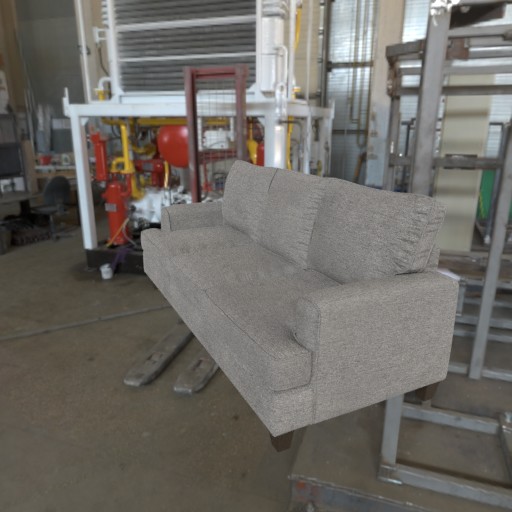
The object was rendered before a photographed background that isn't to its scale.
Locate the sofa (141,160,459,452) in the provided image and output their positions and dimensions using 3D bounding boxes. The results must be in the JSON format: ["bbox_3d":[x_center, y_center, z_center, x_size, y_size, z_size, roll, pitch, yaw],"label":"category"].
[{"bbox_3d":[0.000,0.000,2.653,0.951,0.965,2.158,-8,19,-25],"label":"sofa"}]
